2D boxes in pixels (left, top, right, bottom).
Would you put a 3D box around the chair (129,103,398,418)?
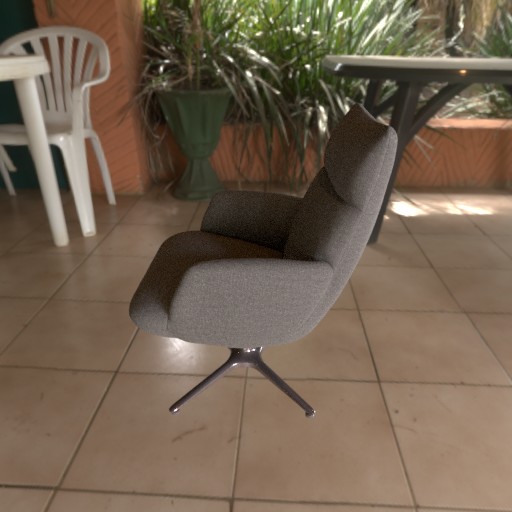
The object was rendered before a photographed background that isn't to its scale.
[{"bbox_3d":[0.000,0.000,1.581,0.831,0.984,0.702,1,26,2],"label":"chair"}]
